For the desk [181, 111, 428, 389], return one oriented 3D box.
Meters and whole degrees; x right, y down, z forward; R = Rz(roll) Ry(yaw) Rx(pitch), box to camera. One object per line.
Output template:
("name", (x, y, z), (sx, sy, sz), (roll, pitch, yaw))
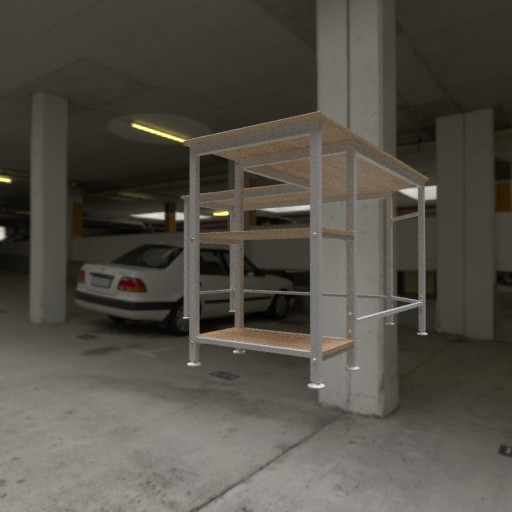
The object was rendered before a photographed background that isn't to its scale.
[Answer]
("desk", (0.000, 0.000, 2.130), (1.379, 0.739, 1.379), (-1, -1, 35))
